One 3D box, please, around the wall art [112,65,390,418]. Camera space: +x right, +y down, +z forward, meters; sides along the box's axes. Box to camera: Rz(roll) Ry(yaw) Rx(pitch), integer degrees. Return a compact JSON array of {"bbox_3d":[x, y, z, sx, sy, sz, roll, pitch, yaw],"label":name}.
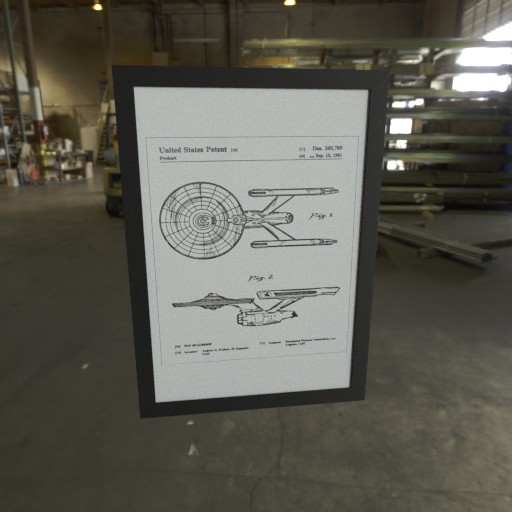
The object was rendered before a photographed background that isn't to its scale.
[{"bbox_3d":[0.000,0.000,0.674,0.379,0.530,0.008,-2,16,-8],"label":"wall art"}]
